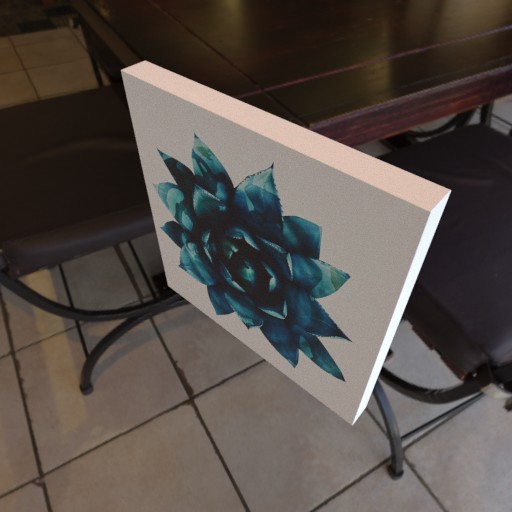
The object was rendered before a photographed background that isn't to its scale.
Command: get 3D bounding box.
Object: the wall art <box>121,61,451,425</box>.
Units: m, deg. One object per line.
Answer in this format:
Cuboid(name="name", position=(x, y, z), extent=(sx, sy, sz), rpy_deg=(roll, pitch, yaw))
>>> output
Cuboid(name="wall art", position=(0.000, 0.000, 0.604), extent=(0.406, 0.406, 0.038), rpy_deg=(32, 54, 27))
